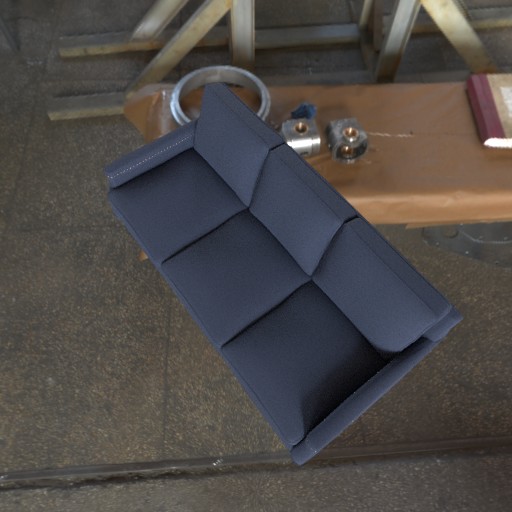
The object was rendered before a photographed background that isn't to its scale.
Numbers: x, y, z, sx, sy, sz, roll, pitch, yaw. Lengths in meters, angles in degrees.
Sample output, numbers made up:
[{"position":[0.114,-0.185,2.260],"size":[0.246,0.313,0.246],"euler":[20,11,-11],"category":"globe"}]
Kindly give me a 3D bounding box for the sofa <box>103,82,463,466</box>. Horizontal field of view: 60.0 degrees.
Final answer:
[{"position":[0.000,0.000,2.846],"size":[1.084,1.003,2.246],"euler":[-34,67,-16],"category":"sofa"}]
